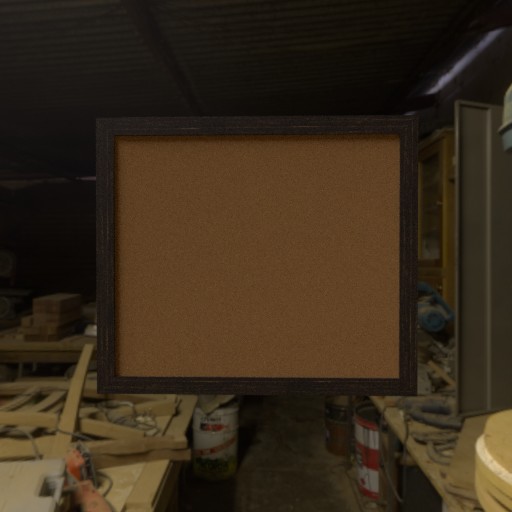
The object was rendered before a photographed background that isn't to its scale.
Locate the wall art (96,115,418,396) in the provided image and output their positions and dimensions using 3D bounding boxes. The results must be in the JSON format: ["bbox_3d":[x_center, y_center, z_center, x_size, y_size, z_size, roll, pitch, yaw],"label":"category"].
[{"bbox_3d":[0.000,0.000,0.540,0.381,0.330,0.031,0,0,1],"label":"wall art"}]
